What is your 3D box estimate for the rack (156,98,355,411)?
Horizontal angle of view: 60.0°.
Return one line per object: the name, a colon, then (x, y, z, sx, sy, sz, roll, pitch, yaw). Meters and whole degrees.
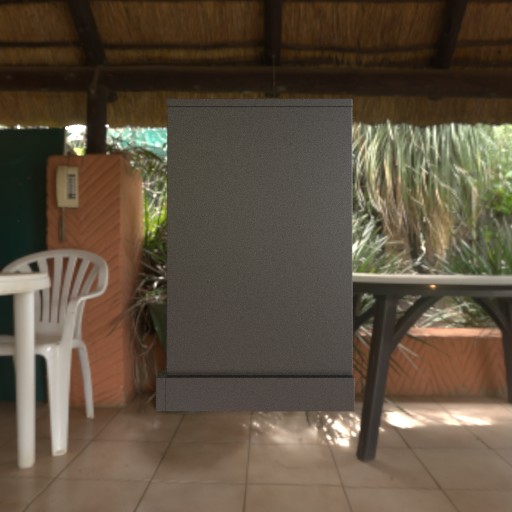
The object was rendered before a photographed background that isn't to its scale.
rack: (0.000, 0.000, 1.495, 0.399, 0.635, 1.206, 0, -1, 0)
